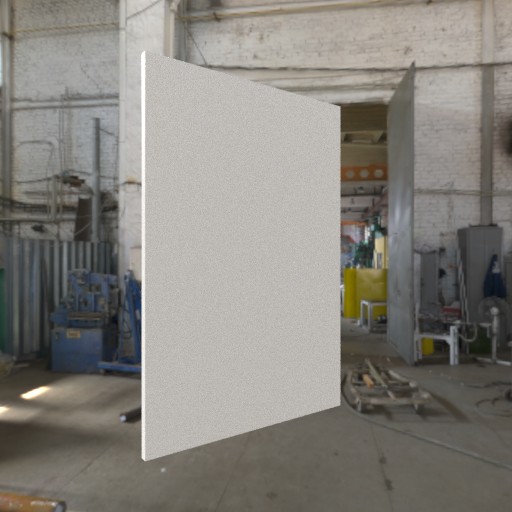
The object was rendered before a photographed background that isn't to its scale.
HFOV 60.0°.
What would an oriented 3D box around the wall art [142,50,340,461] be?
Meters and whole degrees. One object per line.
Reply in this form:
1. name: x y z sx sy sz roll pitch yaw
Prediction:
1. wall art: 0.000 0.000 0.612 0.325 0.474 0.010 0 0 -36
